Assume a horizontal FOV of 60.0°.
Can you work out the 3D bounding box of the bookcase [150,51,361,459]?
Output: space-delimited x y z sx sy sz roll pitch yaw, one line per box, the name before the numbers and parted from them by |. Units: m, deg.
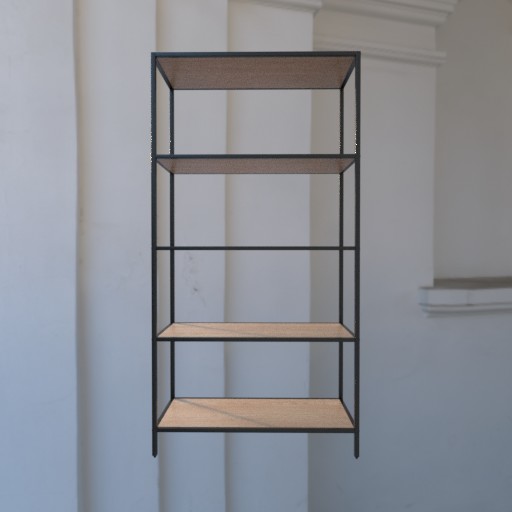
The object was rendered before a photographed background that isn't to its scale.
bookcase | 0.000 0.000 1.806 0.770 1.500 0.350 0 1 1
